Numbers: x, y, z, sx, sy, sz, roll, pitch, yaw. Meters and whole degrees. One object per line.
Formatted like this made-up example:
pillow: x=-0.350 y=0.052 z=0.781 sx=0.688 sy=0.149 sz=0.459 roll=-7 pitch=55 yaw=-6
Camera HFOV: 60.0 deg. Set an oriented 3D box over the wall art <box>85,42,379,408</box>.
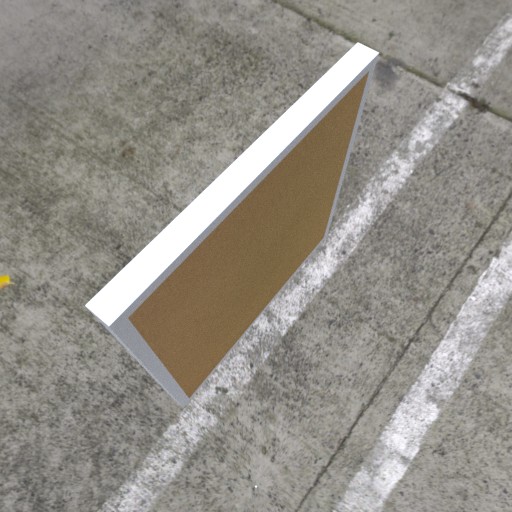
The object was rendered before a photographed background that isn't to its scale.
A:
wall art: x=0.000 y=0.000 z=0.757 sx=0.035 sy=0.507 sz=0.508 roll=35 pitch=68 yaw=17
